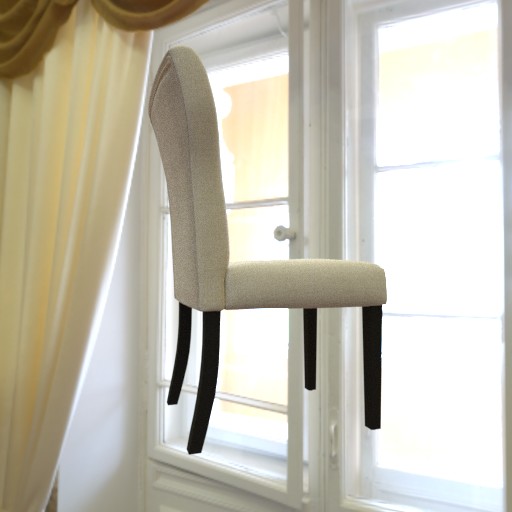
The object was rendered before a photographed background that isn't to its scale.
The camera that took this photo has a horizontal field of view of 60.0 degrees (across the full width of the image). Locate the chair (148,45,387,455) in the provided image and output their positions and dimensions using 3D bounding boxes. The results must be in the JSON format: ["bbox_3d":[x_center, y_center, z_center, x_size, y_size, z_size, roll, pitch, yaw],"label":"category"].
[{"bbox_3d":[0.000,0.000,1.283,0.597,0.921,0.509,0,-1,-18],"label":"chair"}]
